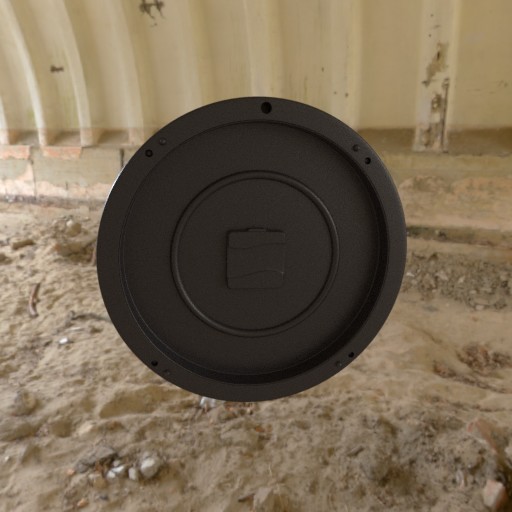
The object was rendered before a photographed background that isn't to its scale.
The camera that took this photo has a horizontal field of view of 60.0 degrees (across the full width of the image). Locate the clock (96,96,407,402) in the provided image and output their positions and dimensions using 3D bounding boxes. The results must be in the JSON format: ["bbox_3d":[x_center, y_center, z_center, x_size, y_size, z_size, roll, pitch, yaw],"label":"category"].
[{"bbox_3d":[0.000,0.000,0.447,0.300,0.300,0.060,-2,14,-9],"label":"clock"}]
